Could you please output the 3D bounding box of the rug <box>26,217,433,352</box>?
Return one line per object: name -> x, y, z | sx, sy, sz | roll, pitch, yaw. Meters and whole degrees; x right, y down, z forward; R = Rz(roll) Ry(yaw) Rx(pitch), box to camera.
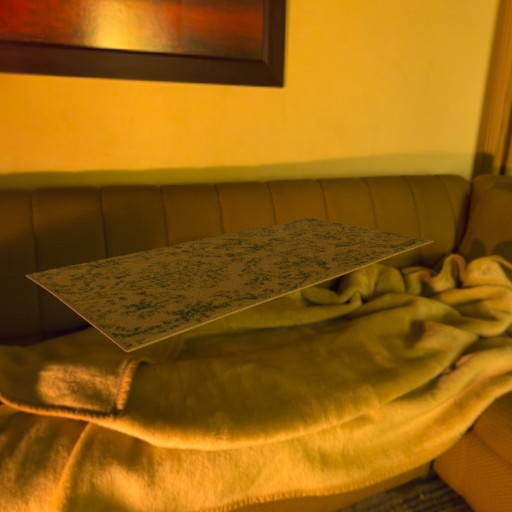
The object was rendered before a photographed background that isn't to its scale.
rug -> 0.000, 0.000, 1.432 | 1.220, 0.007, 0.605 | -15, 22, -41
